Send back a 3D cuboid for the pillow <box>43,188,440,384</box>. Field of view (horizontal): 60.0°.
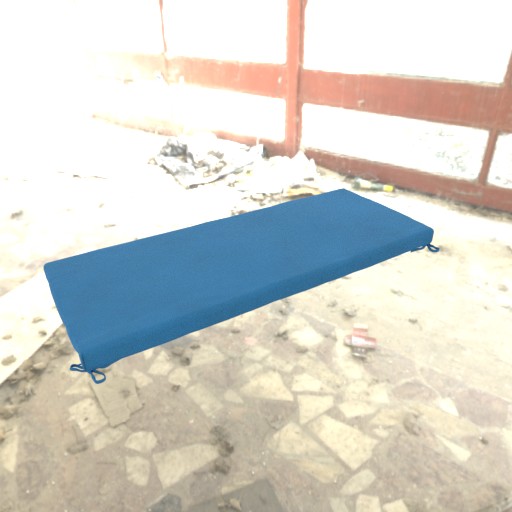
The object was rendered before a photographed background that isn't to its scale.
[{"bbox_3d":[0.000,0.000,1.367,1.187,0.081,0.492,-17,34,-27],"label":"pillow"}]
